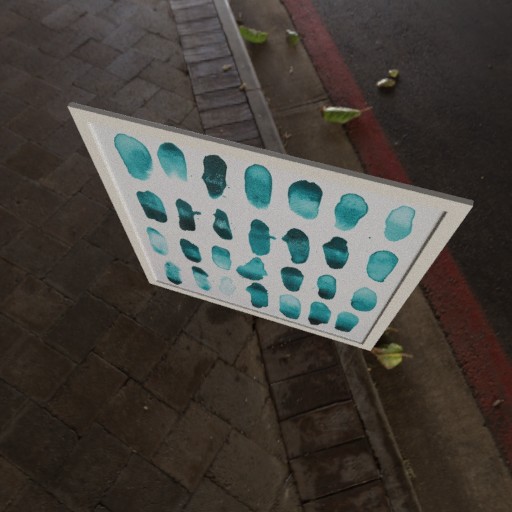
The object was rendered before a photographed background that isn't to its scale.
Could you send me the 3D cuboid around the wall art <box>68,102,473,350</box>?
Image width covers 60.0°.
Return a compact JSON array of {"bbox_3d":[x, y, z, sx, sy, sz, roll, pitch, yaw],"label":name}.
[{"bbox_3d":[0.000,0.000,1.202,0.812,0.813,0.013,16,61,9],"label":"wall art"}]
